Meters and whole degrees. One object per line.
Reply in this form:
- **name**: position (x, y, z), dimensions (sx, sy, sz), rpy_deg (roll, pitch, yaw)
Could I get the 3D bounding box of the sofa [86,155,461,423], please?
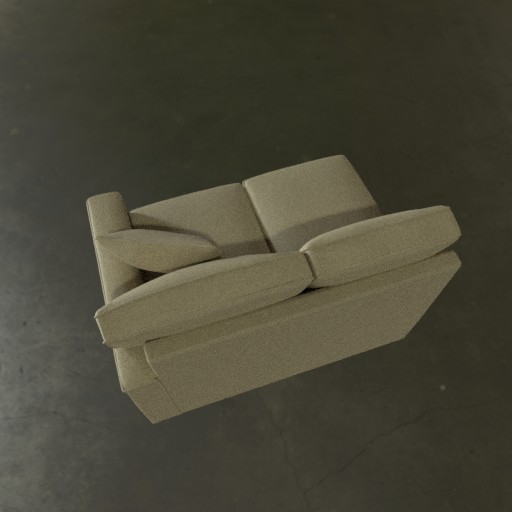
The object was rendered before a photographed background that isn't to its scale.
- **sofa**: position (0.000, 0.000, 2.105), dimensions (1.388, 0.989, 0.991), rpy_deg (-16, 59, -10)
